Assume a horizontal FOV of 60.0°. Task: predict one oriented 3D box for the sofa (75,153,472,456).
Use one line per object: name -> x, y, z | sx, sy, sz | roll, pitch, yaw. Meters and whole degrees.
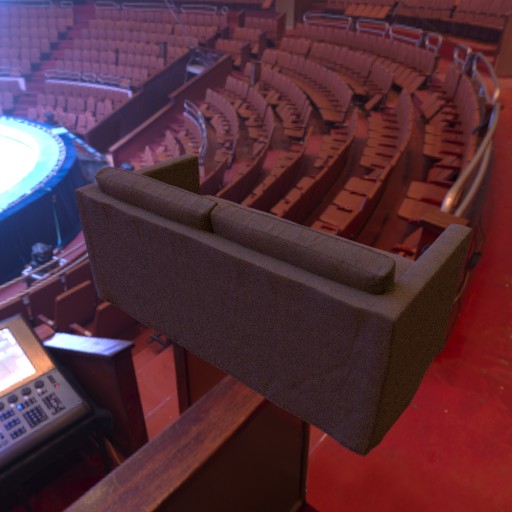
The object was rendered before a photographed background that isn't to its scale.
sofa -> 0.000, 0.000, 2.474 | 1.982, 0.855, 0.953 | 22, 36, 33
